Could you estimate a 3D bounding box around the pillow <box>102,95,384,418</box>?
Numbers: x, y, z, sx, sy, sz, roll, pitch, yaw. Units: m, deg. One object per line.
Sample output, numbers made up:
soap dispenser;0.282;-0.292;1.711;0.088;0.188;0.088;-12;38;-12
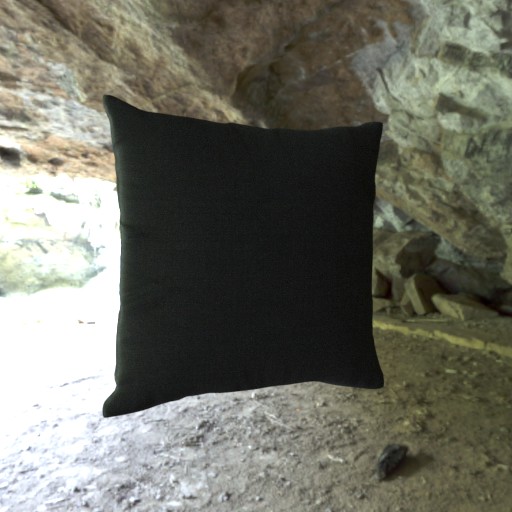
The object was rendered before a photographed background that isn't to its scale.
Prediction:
pillow;0.000;0.000;0.657;0.432;0.432;0.139;0;1;-17
